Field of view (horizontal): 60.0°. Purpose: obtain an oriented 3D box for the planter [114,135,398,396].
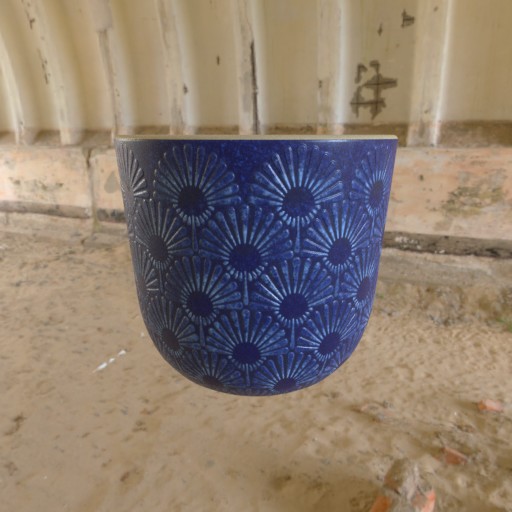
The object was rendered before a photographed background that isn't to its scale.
[{"bbox_3d":[0.000,0.000,0.361,0.206,0.190,0.206,0,15,0],"label":"planter"}]
